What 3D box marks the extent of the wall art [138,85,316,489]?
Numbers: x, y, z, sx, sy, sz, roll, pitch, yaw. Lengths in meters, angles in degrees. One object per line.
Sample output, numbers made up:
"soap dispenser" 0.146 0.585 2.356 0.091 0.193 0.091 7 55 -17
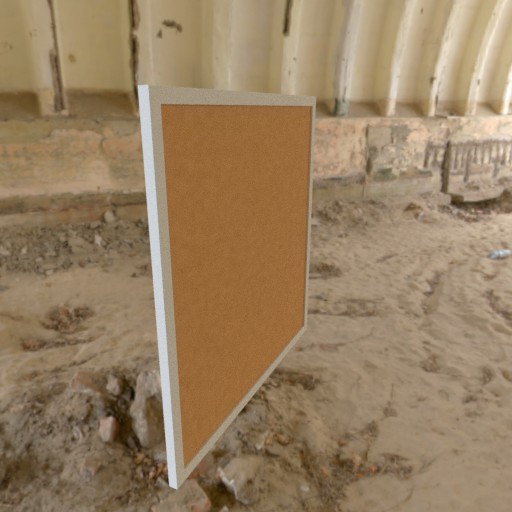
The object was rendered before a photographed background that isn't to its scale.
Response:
"wall art" 0.000 0.000 0.661 0.012 0.457 0.457 9 20 25
